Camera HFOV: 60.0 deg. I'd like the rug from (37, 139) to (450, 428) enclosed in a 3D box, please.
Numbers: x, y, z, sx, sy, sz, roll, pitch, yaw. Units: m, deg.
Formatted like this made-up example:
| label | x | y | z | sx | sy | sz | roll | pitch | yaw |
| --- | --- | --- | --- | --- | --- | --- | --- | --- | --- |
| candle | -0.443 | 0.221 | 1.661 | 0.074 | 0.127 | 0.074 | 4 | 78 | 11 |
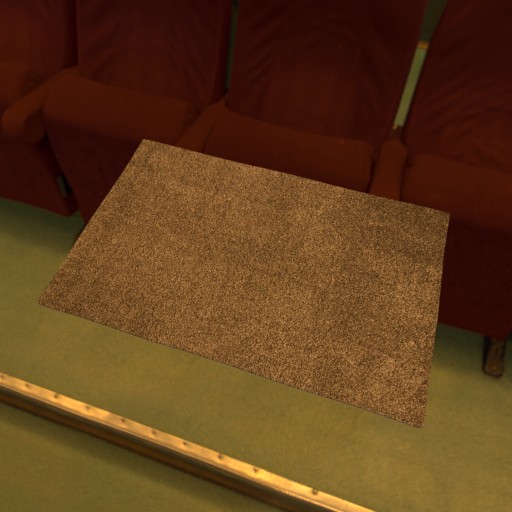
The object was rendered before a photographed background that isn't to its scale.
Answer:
| label | x | y | z | sx | sy | sz | roll | pitch | yaw |
| --- | --- | --- | --- | --- | --- | --- | --- | --- | --- |
| rug | 0.000 | 0.000 | 2.907 | 2.352 | 0.025 | 1.501 | 16 | 59 | 10 |
